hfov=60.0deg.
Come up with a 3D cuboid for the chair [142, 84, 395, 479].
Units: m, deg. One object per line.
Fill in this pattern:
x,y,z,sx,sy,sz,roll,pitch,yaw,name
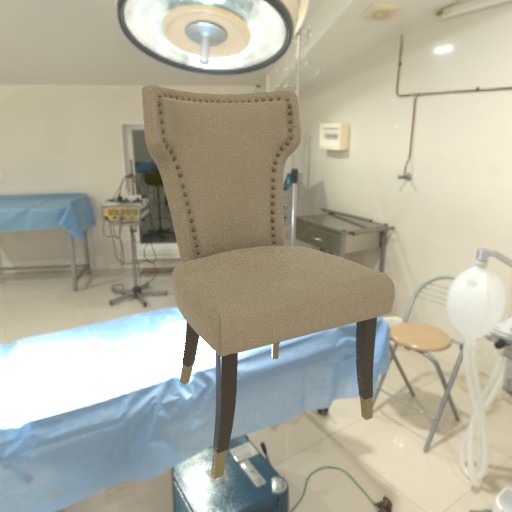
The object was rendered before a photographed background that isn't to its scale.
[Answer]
0.000,0.000,1.307,0.526,0.955,0.630,-9,19,-27,chair
